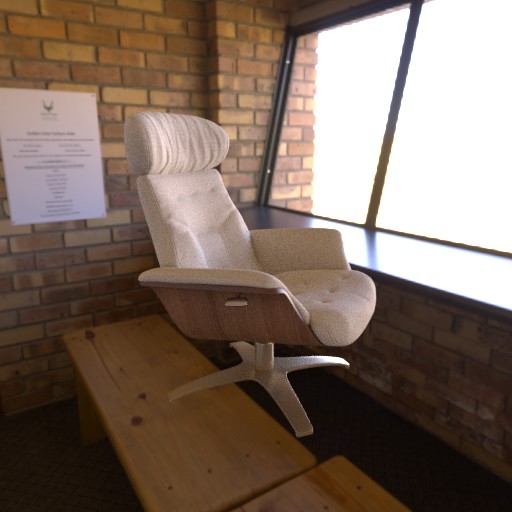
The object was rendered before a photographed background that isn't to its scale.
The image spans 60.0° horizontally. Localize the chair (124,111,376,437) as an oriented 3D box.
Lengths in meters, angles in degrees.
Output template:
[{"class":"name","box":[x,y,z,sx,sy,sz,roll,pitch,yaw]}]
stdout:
[{"class":"chair","box":[0.000,0.000,1.586,0.837,0.995,0.785,6,16,24]}]
